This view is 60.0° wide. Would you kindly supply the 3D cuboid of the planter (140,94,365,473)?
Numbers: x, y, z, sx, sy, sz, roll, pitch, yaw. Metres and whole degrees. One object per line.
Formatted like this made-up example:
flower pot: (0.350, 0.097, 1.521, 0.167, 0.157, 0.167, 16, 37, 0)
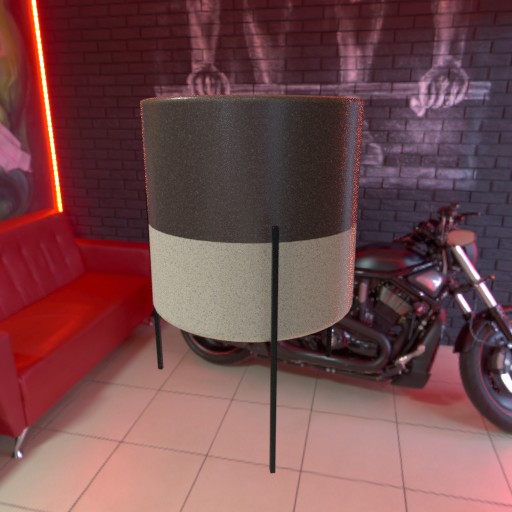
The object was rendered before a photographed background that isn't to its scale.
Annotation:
planter: (0.000, 0.000, 0.534, 0.260, 0.353, 0.250, -16, 23, -42)
